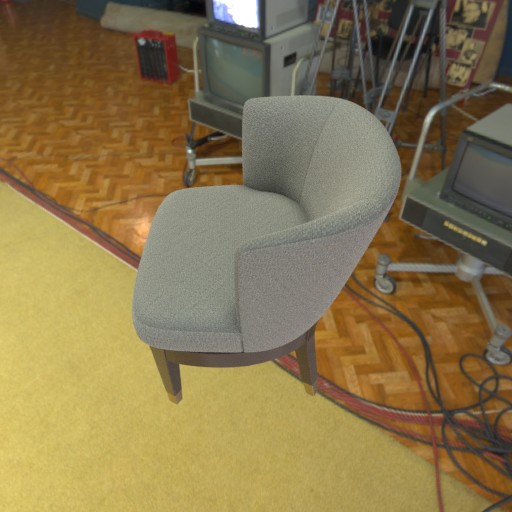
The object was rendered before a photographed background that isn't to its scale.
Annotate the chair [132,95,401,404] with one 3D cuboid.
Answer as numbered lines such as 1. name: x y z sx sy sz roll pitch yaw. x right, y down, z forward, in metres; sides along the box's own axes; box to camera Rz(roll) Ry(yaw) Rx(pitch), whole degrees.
1. chair: 0.000 0.000 1.312 0.660 0.760 0.700 0 42 0
